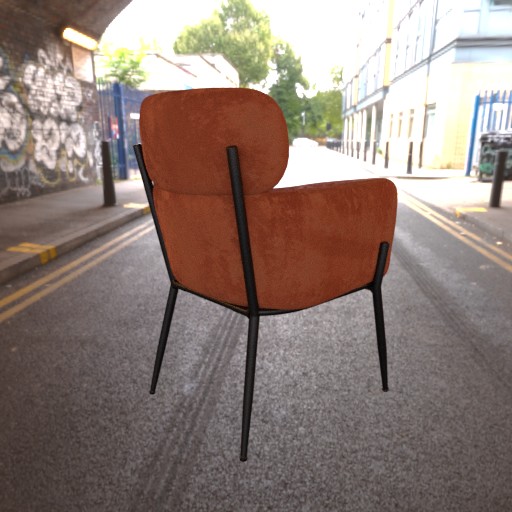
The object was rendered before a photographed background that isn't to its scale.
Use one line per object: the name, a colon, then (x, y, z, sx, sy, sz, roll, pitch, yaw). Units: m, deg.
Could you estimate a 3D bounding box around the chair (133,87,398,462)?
chair: (0.000, 0.000, 1.142, 0.523, 0.772, 0.561, -14, 21, -43)
